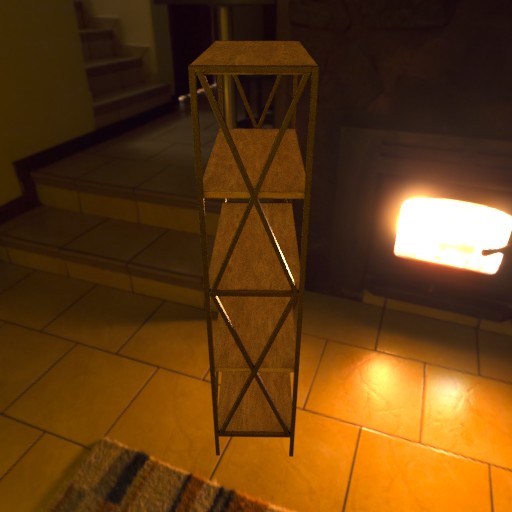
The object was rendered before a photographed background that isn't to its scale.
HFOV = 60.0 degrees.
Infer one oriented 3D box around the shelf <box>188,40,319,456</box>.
[{"bbox_3d":[0.000,0.000,2.136,0.386,1.803,0.874,0,30,1],"label":"shelf"}]
